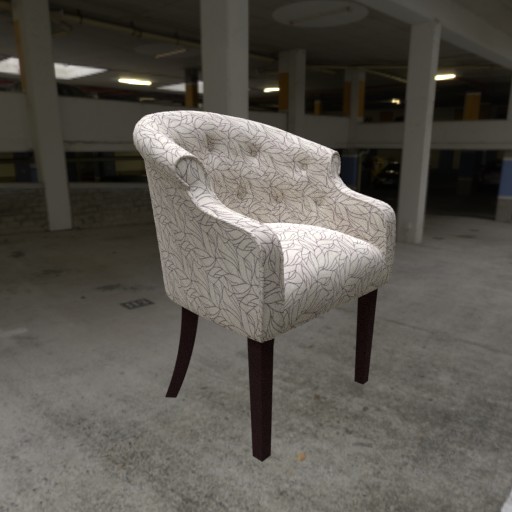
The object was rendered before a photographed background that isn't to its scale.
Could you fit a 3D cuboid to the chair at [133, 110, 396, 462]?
[{"bbox_3d":[0.000,0.000,1.341,0.613,0.858,0.686,13,19,41],"label":"chair"}]
